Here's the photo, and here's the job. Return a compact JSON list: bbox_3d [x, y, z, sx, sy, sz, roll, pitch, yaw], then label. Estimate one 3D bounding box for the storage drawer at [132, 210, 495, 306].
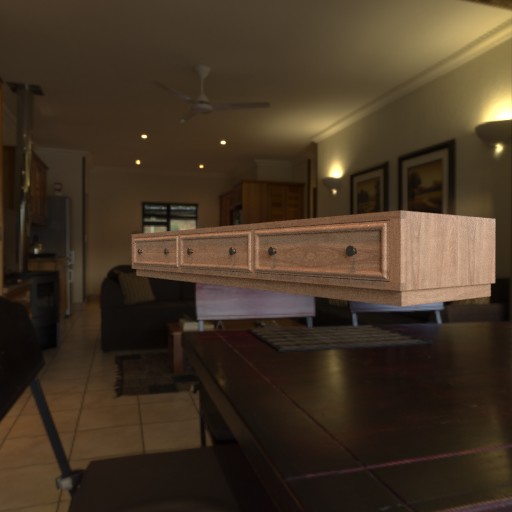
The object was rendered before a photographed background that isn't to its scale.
[{"bbox_3d":[0.000,0.000,2.170,0.538,0.264,2.032,0,1,-36],"label":"storage drawer"}]
